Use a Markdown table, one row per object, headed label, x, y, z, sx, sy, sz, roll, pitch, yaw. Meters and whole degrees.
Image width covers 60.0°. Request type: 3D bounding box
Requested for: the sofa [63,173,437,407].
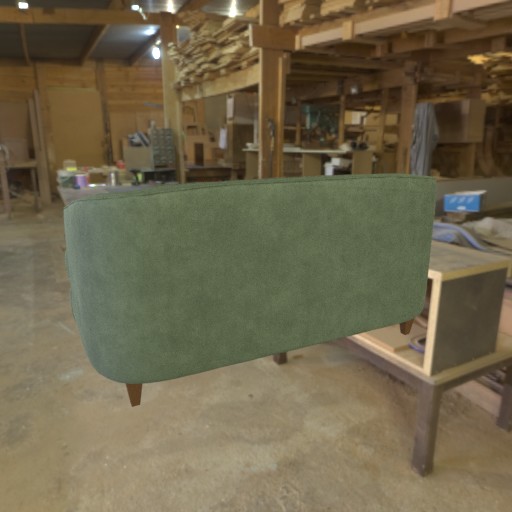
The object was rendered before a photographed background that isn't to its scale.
| label | x | y | z | sx | sy | sz | roll | pitch | yaw |
| --- | --- | --- | --- | --- | --- | --- | --- | --- | --- |
| sofa | 0.000 | 0.000 | 2.236 | 1.733 | 0.855 | 0.941 | -8 | 17 | -26 |
